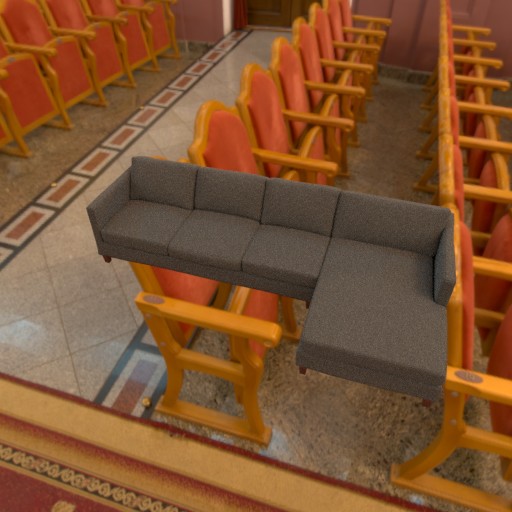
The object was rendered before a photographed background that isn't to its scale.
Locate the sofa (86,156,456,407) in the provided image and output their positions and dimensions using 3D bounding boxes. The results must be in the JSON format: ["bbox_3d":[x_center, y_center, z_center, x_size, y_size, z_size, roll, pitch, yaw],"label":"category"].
[{"bbox_3d":[0.000,0.000,3.867,3.186,0.846,1.625,12,42,13],"label":"sofa"}]
